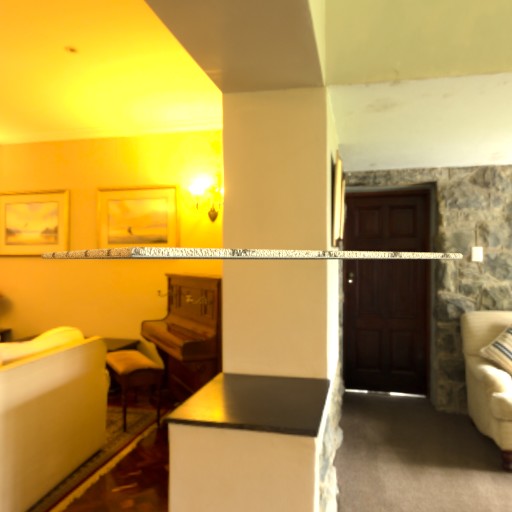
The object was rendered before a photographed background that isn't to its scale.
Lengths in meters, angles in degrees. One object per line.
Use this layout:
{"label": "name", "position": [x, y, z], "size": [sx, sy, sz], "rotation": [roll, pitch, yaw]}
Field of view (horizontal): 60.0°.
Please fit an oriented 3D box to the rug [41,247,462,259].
{"label": "rug", "position": [0.000, 0.000, 2.256], "size": [1.778, 0.030, 1.219], "rotation": [0, -1, -37]}
